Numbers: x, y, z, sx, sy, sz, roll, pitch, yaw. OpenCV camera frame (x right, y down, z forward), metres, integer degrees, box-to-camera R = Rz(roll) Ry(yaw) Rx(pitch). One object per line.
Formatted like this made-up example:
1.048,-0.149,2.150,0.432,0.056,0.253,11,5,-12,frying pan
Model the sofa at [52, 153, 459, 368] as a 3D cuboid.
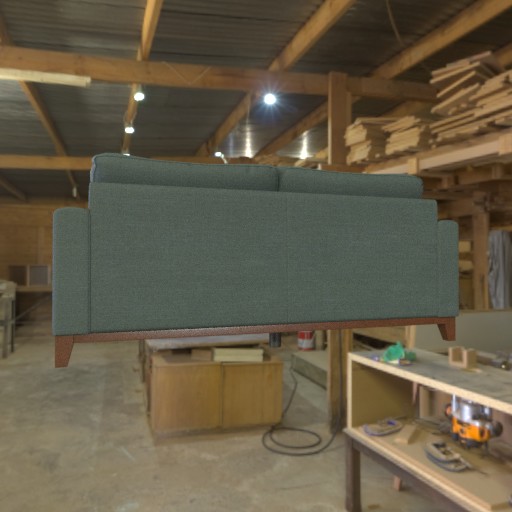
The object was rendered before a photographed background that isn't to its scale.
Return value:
0.000,0.000,2.381,1.900,0.865,0.877,0,-1,-18,sofa
